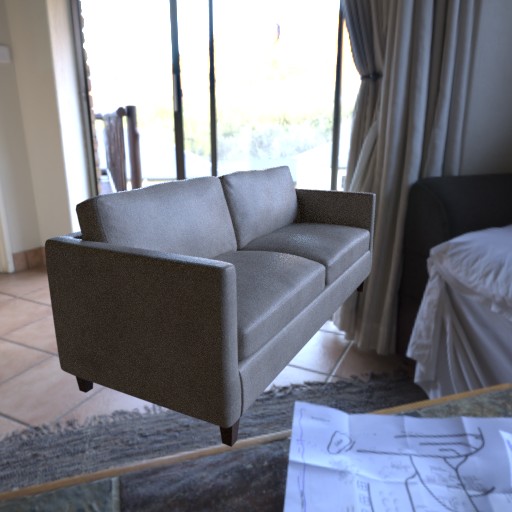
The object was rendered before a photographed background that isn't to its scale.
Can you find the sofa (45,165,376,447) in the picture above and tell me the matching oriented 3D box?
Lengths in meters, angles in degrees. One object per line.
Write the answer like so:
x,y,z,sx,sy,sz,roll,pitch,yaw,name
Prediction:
0.000,0.000,2.689,0.951,0.965,2.208,8,18,27,sofa
